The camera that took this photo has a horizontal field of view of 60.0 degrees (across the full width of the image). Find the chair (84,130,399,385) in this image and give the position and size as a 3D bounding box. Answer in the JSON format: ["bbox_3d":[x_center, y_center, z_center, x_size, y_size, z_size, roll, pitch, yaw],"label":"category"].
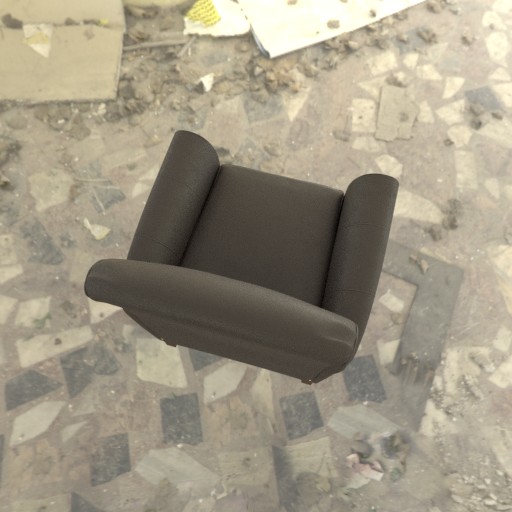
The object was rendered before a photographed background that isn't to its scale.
[{"bbox_3d":[0.000,0.000,1.754,0.978,1.061,0.902,14,66,7],"label":"chair"}]
